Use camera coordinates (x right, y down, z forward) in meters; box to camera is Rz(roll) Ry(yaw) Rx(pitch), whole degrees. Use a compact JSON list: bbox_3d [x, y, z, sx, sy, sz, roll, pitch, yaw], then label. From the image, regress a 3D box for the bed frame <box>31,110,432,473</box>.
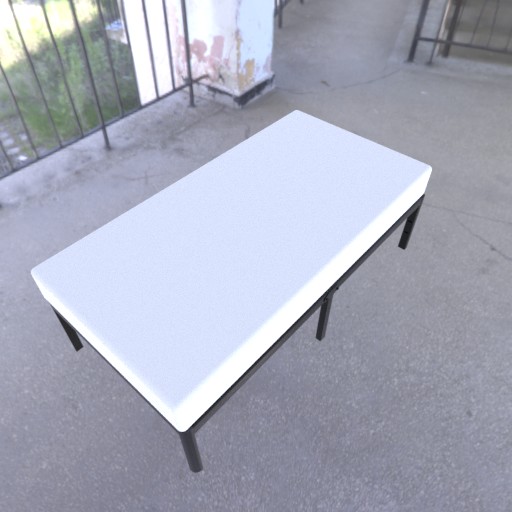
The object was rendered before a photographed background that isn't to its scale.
[{"bbox_3d":[0.000,0.000,2.495,1.023,0.659,1.950,33,55,27],"label":"bed frame"}]
